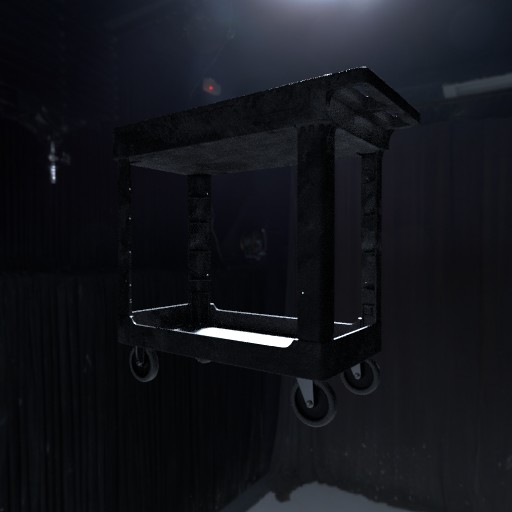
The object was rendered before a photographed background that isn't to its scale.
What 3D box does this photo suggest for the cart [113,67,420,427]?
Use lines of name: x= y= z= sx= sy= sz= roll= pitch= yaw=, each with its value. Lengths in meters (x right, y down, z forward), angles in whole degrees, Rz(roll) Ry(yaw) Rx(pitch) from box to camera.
cart: x=0.000 y=0.000 z=1.366 sx=0.877 sy=0.824 sz=0.420 roll=1 pitch=1 yaw=36
